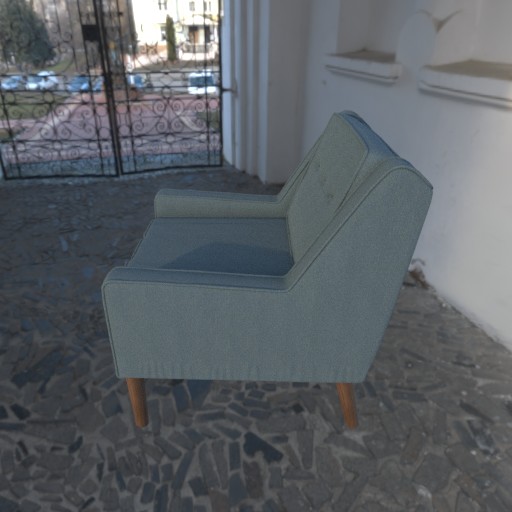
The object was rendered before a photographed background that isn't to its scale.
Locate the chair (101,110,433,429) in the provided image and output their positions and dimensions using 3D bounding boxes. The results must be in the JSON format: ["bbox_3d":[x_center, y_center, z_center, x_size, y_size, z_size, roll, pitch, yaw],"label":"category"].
[{"bbox_3d":[0.000,0.000,1.340,0.733,0.780,0.663,0,28,0],"label":"chair"}]
